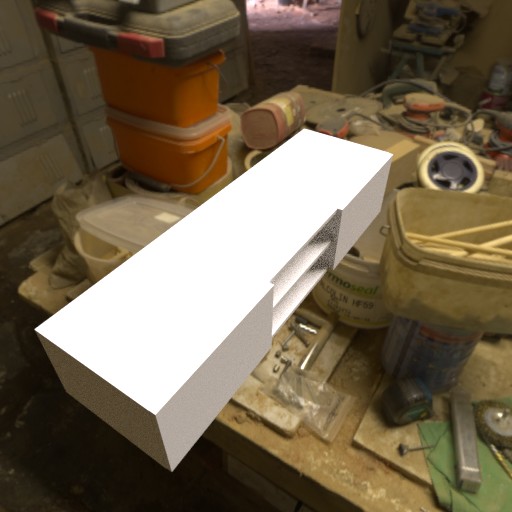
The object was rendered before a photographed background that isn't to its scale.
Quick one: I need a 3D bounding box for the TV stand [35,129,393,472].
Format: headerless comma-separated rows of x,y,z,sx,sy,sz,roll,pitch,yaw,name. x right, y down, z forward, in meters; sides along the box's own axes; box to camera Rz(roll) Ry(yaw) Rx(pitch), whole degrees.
0.000,0.000,1.582,0.420,0.310,1.400,24,47,25,TV stand
